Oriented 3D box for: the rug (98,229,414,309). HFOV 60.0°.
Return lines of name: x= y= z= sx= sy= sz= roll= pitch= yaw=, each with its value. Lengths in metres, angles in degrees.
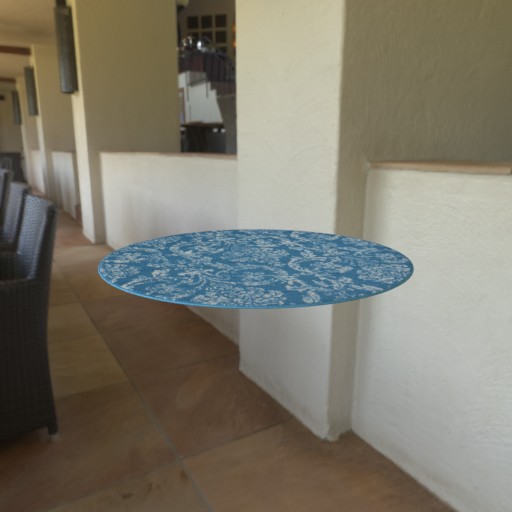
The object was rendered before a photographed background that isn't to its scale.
rug: x=0.000 y=0.000 z=2.366 sx=1.593 sy=0.012 sz=1.593 roll=0 pitch=14 yaw=0
